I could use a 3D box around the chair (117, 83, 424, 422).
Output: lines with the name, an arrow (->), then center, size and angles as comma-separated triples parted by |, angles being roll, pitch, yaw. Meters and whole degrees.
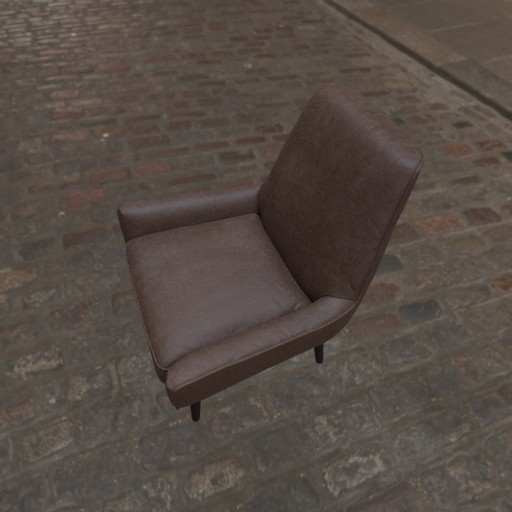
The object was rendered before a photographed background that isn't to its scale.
chair -> 0.000, 0.000, 1.485 | 0.824, 0.888, 0.787 | -16, 49, -15
